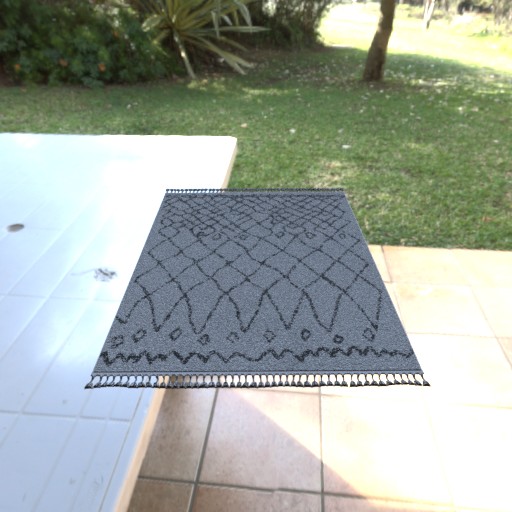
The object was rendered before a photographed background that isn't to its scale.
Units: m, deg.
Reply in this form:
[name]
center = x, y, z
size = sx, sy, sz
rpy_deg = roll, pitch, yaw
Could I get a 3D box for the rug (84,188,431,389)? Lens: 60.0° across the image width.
[rug]
center = 0.000, 0.000, 3.037
size = 1.613, 0.017, 2.312
rpy_deg = 0, 32, 0
